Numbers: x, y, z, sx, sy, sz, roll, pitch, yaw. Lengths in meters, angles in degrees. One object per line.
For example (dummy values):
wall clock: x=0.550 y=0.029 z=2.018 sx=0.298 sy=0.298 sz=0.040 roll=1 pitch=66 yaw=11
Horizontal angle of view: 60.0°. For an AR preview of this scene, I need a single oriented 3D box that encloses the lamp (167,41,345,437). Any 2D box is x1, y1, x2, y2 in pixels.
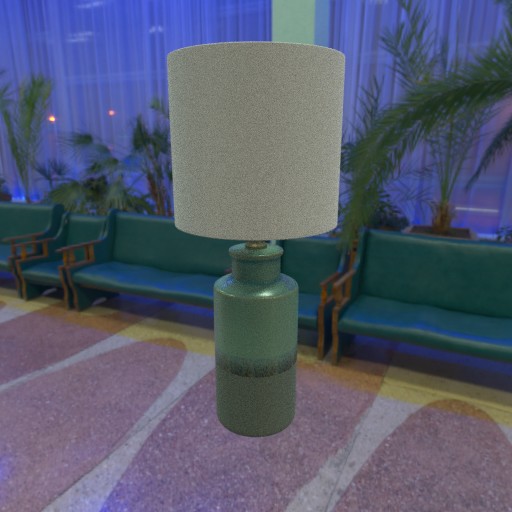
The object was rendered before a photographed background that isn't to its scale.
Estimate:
lamp: x=0.000 y=0.000 z=0.600 sx=0.212 sy=0.493 sz=0.212 roll=8 pitch=17 yaw=27
